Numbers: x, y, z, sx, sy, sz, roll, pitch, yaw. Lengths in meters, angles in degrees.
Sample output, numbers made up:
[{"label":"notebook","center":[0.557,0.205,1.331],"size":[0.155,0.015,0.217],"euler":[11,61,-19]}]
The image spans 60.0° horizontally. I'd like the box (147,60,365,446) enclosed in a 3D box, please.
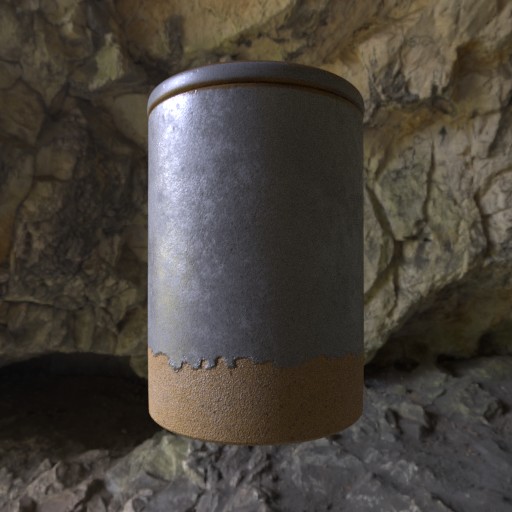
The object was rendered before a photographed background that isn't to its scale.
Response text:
[{"label":"box","center":[0.000,0.000,0.245],"size":[0.118,0.168,0.118],"euler":[0,-2,0]}]
